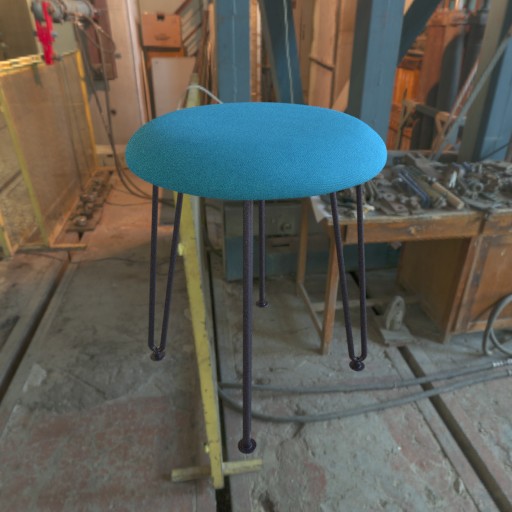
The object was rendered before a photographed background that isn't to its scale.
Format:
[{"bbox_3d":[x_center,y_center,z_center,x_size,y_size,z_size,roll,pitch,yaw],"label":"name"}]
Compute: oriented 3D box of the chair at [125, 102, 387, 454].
[{"bbox_3d":[0.000,0.000,0.694,0.350,0.430,0.350,20,34,32],"label":"chair"}]
